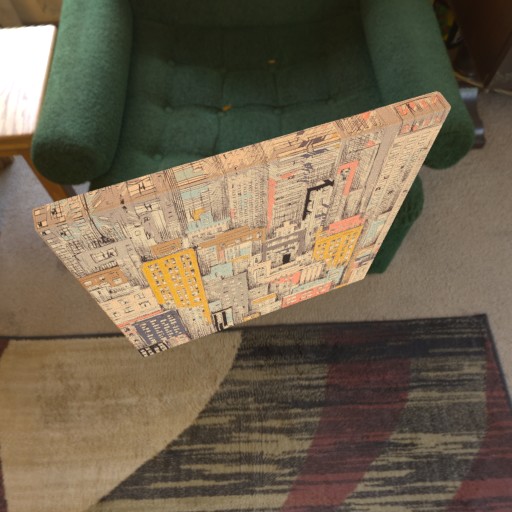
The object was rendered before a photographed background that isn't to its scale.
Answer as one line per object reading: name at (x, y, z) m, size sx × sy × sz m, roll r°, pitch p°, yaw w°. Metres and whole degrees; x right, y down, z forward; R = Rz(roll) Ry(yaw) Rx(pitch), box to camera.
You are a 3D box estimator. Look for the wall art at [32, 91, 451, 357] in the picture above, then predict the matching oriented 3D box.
wall art at (0.000, 0.000, 0.882) m, size 0.607 × 0.608 × 0.038 m, roll -18°, pitch 64°, yaw -9°
